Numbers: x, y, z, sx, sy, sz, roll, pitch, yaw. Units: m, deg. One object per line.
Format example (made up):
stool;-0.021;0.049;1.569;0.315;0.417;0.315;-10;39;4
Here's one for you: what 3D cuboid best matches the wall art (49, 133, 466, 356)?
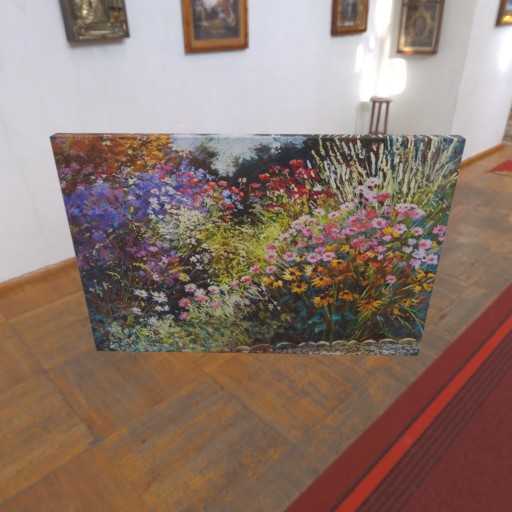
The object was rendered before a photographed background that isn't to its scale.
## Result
wall art;0.000;0.000;1.125;0.908;0.604;0.037;1;28;1
